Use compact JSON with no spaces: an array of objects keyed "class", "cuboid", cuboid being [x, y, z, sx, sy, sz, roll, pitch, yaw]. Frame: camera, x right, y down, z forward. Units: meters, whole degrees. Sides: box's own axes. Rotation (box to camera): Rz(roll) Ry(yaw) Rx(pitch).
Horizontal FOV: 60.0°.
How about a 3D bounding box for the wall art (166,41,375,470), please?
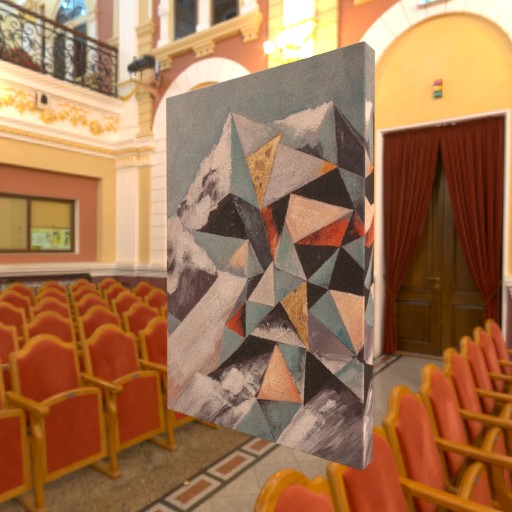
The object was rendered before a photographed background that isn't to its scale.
[{"class":"wall art","cuboid":[0.000,0.000,1.140,0.609,0.911,0.061,1,2,37]}]
